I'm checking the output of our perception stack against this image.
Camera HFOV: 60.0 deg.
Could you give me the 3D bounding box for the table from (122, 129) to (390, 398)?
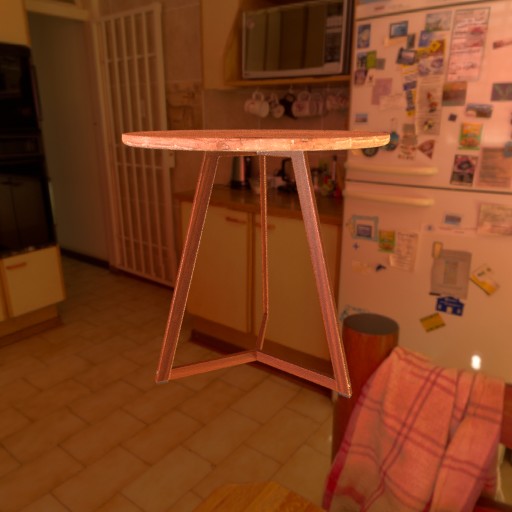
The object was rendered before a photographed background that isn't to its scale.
[{"bbox_3d":[0.000,0.000,0.933,0.500,0.500,0.500,0,17,0],"label":"table"}]
